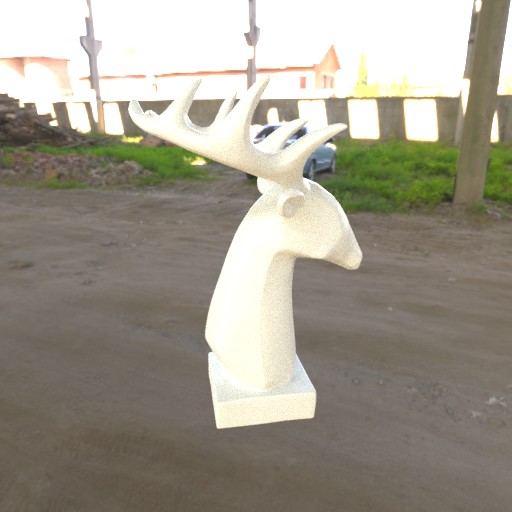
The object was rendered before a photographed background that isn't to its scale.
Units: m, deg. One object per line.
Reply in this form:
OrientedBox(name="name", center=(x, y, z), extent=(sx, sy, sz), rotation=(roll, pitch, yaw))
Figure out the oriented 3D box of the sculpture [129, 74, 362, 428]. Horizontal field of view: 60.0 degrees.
OrientedBox(name="sculpture", center=(0.000, 0.000, 0.452), extent=(0.224, 0.329, 0.174), rotation=(-3, 17, -10))
